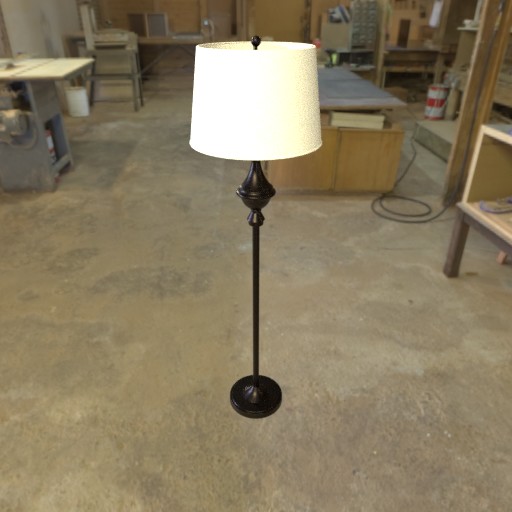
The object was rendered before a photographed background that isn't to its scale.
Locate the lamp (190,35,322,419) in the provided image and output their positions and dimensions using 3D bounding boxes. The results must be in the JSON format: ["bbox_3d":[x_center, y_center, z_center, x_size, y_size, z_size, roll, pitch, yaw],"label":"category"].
[{"bbox_3d":[0.000,0.000,1.665,0.431,1.484,0.431,0,29,0],"label":"lamp"}]
